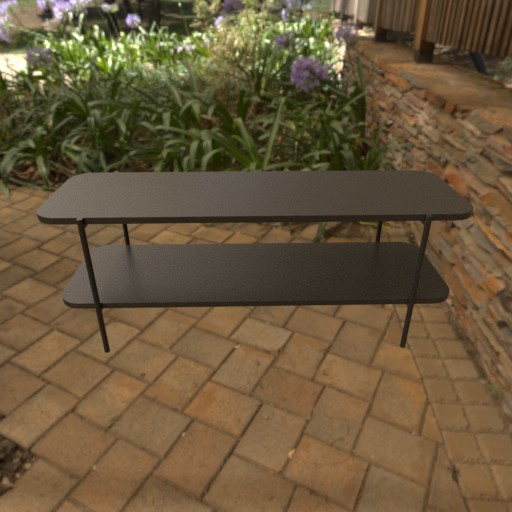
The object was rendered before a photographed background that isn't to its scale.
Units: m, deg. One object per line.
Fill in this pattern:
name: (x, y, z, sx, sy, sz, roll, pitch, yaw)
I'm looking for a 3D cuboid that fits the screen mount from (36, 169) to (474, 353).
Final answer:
screen mount: (0.000, 0.000, 1.438, 1.200, 0.447, 0.400, -1, 29, -1)
